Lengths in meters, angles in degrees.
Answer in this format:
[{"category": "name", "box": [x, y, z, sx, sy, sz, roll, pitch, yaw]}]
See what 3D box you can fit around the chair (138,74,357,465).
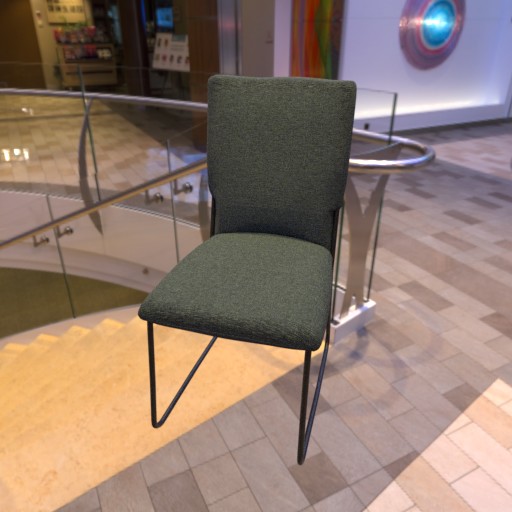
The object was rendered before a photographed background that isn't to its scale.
[{"category": "chair", "box": [0.000, 0.000, 1.294, 0.480, 0.931, 0.635, 8, 28, 15]}]
